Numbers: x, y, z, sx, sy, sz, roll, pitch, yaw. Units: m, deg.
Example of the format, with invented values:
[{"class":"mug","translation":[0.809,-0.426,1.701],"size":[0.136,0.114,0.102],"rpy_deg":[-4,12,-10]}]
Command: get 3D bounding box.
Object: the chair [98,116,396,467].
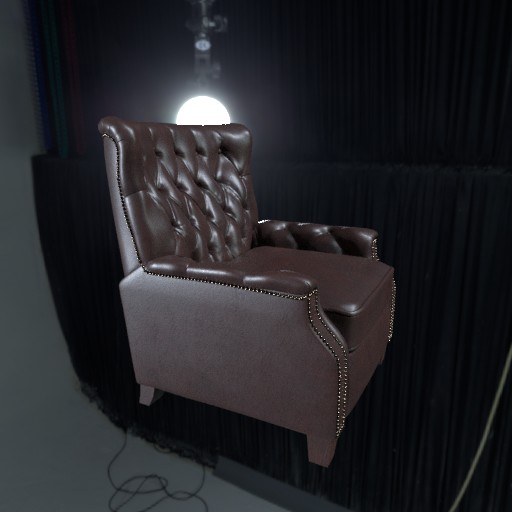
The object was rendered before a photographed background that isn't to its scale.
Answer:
[{"class":"chair","translation":[0.000,0.000,1.454],"size":[0.823,0.864,0.709],"rpy_deg":[8,17,27]}]
